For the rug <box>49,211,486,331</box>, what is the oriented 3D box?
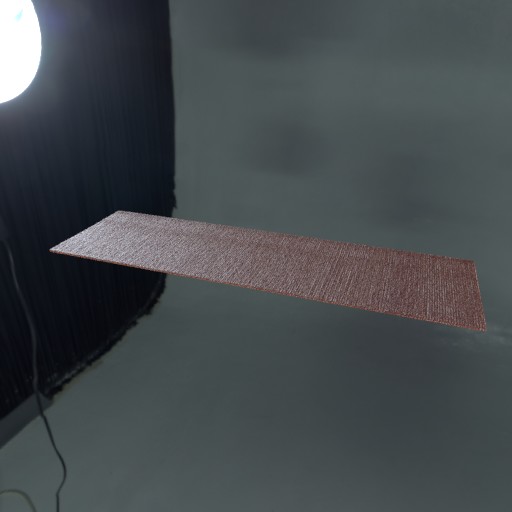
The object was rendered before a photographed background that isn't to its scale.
[{"bbox_3d":[0.000,0.000,2.502,2.307,0.012,0.687,9,28,18],"label":"rug"}]
